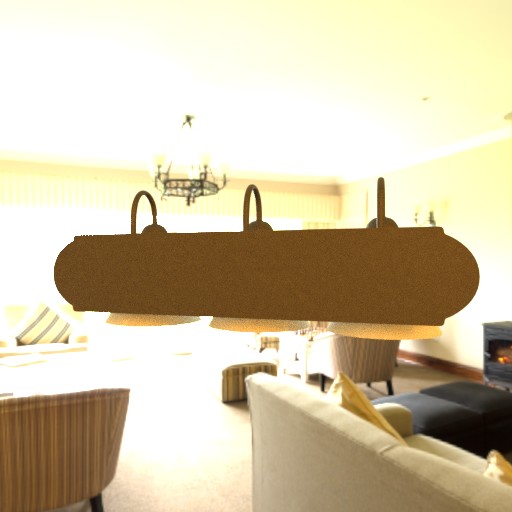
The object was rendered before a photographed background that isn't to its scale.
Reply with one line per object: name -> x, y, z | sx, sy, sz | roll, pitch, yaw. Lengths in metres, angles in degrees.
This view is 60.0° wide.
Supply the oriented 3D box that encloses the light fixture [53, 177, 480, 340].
light fixture -> 0.000, 0.000, 0.703 | 0.610, 0.222, 0.199 | 0, -1, 18
